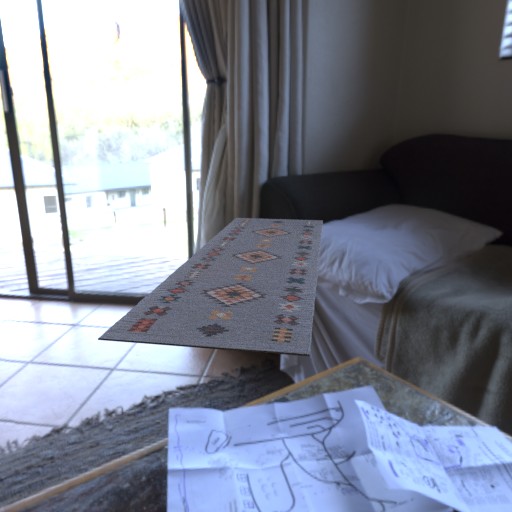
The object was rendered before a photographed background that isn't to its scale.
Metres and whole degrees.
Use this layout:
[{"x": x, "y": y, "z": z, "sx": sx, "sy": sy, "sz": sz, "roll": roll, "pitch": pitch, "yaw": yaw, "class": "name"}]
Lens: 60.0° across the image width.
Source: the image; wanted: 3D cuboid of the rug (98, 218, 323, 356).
[{"x": 0.000, "y": 0.000, "z": 2.701, "sx": 0.766, "sy": 0.008, "sz": 2.432, "roll": 2, "pitch": 16, "yaw": 9, "class": "rug"}]
